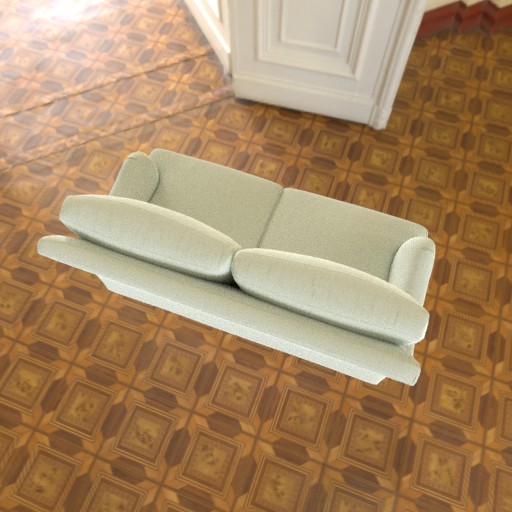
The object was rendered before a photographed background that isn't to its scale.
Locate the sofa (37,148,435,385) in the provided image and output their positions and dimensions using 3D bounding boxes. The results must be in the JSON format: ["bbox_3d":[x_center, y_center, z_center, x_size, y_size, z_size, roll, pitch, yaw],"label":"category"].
[{"bbox_3d":[0.000,0.000,2.528,1.853,1.101,1.084,18,64,9],"label":"sofa"}]
